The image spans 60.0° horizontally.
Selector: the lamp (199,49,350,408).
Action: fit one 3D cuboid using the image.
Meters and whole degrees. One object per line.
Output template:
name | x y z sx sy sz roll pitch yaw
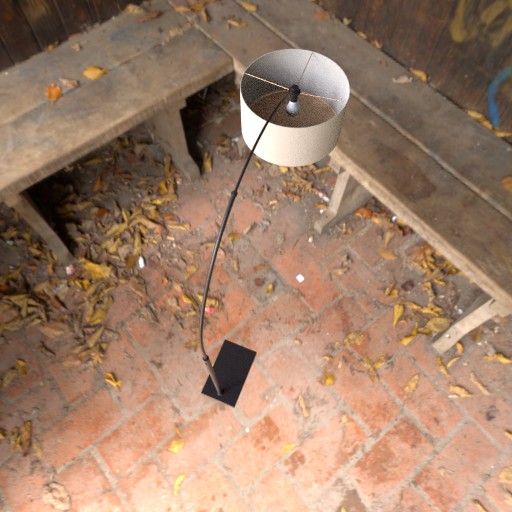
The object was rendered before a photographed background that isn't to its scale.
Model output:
lamp | 0.000 0.000 2.550 0.493 1.927 1.424 20 65 10
